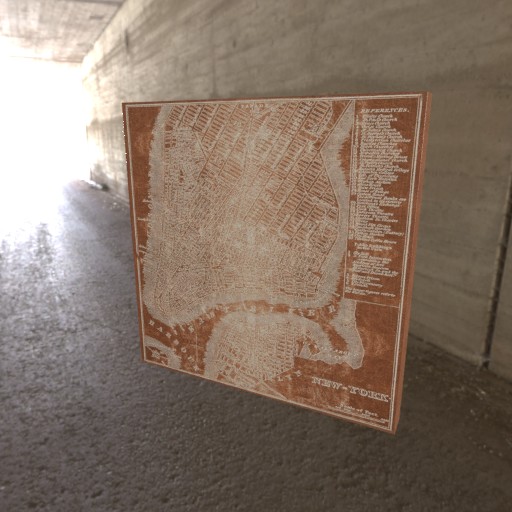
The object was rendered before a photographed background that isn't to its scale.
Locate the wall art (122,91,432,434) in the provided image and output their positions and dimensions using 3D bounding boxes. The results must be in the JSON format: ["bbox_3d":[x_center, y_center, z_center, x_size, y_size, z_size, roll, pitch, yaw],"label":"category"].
[{"bbox_3d":[0.000,0.000,0.599,0.403,0.403,0.035,8,17,26],"label":"wall art"}]
